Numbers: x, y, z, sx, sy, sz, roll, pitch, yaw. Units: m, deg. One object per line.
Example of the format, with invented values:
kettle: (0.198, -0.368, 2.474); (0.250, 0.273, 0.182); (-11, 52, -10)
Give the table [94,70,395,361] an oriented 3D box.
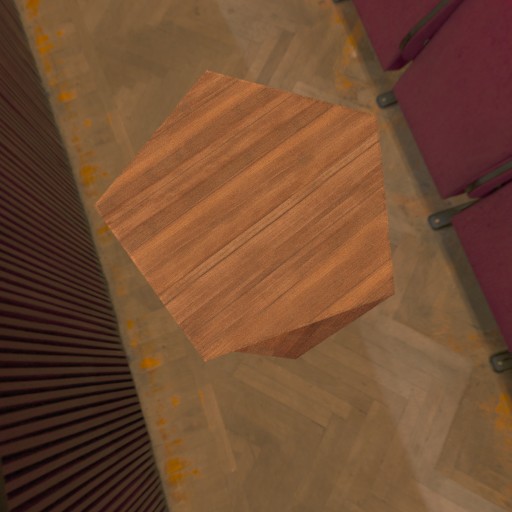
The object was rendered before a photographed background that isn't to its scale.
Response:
table: (0.000, 0.000, 0.898); (0.425, 0.604, 0.441); (-17, 77, -4)
